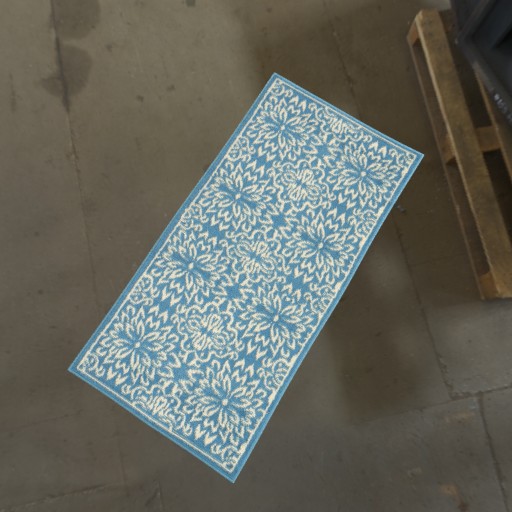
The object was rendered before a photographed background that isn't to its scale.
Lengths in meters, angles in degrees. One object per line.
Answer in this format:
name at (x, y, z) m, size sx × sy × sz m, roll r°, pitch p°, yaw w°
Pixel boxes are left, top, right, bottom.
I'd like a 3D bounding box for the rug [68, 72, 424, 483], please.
rug at (0.000, 0.000, 1.438) m, size 0.604 × 0.007 × 1.219 m, roll 31°, pitch 79°, yaw 7°
